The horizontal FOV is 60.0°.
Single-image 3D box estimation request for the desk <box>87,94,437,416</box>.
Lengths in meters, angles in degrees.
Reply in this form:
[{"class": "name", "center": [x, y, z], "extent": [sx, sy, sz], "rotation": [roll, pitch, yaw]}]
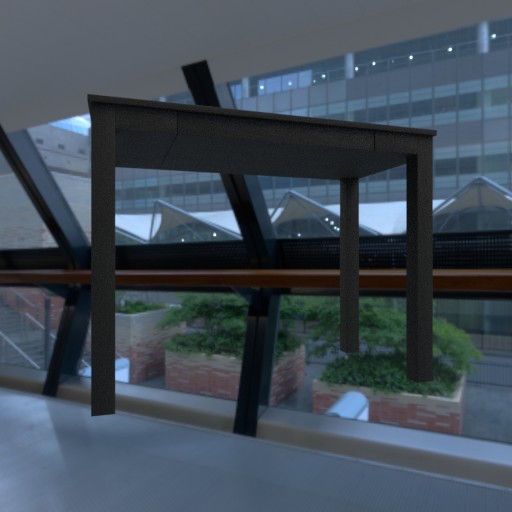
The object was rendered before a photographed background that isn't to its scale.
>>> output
[{"class": "desk", "center": [0.000, 0.000, 1.429], "extent": [0.991, 0.762, 0.499], "rotation": [0, 0, -18]}]
